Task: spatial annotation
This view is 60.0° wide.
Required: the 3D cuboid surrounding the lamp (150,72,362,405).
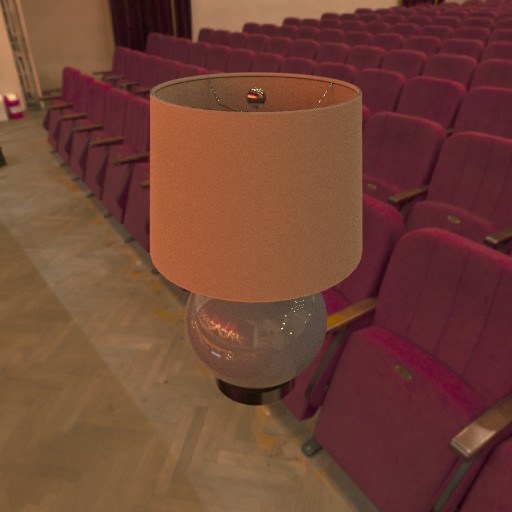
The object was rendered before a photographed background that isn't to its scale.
[{"bbox_3d":[0.000,0.000,0.536,0.247,0.387,0.247,0,31,0],"label":"lamp"}]
